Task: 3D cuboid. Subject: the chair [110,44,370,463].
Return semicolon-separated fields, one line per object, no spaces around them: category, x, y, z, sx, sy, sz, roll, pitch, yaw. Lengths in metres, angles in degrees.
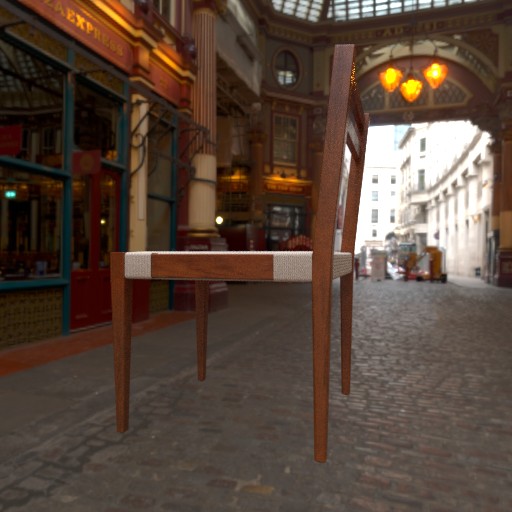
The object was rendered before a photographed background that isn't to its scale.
chair;0.000;0.000;1.200;0.569;0.851;0.495;0;0;18
